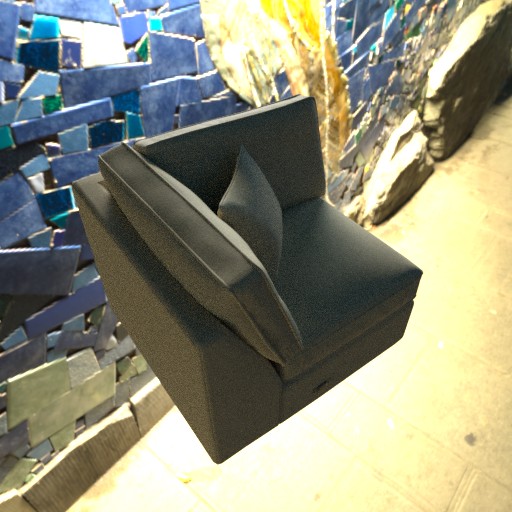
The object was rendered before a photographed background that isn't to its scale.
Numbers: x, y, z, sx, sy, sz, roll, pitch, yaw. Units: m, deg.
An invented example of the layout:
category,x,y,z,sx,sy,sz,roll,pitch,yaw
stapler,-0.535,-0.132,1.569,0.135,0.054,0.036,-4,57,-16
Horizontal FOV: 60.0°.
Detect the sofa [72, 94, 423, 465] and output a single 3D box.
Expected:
category,x,y,z,sx,sy,sz,roll,pitch,yaw
sofa,0.000,0.000,1.982,1.146,1.002,1.084,-26,47,-26
